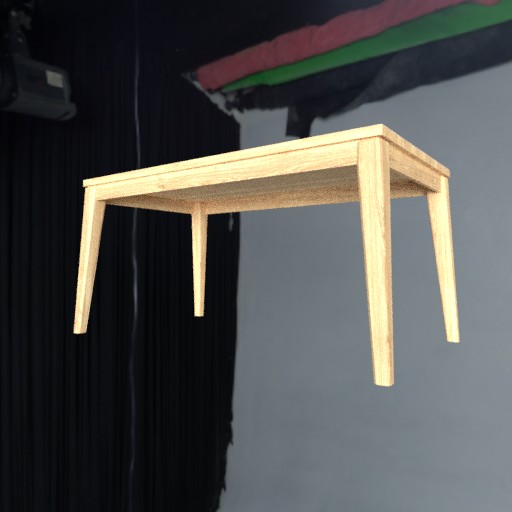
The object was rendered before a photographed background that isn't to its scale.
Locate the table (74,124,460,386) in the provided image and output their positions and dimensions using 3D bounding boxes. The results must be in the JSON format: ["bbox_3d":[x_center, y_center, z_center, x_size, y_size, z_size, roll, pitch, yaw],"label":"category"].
[{"bbox_3d":[0.000,0.000,2.094,1.600,0.760,0.900,-1,-1,36],"label":"table"}]
